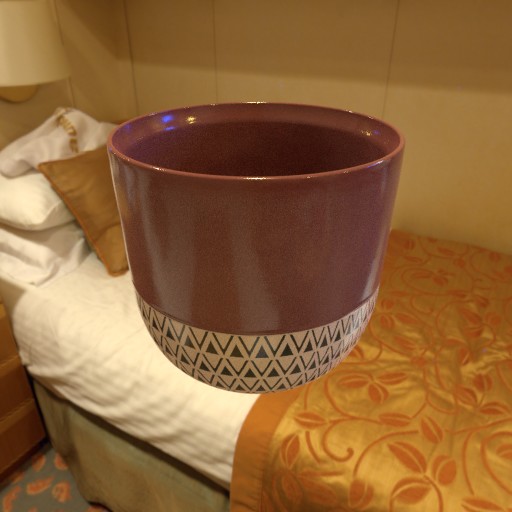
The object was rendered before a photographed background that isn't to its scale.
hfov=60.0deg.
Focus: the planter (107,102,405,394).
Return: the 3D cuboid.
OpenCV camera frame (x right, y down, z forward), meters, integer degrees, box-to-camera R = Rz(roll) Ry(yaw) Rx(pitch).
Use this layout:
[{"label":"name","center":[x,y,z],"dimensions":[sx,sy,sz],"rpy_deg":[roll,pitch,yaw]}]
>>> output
[{"label":"planter","center":[0.000,0.000,0.476],"dimensions":[0.266,0.270,0.266],"rpy_deg":[0,30,0]}]
